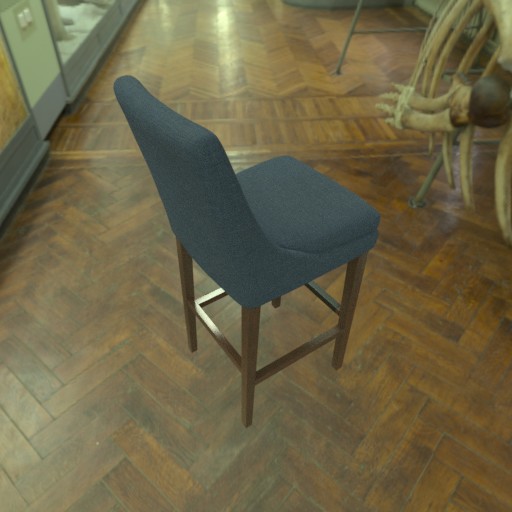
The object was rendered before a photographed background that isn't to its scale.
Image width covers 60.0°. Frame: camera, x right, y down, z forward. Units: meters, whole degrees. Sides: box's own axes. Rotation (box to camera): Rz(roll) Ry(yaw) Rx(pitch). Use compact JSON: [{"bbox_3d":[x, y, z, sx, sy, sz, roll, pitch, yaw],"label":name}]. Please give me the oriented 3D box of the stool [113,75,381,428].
[{"bbox_3d":[0.000,0.000,1.371,0.577,1.078,0.470,-24,46,-26],"label":"stool"}]
